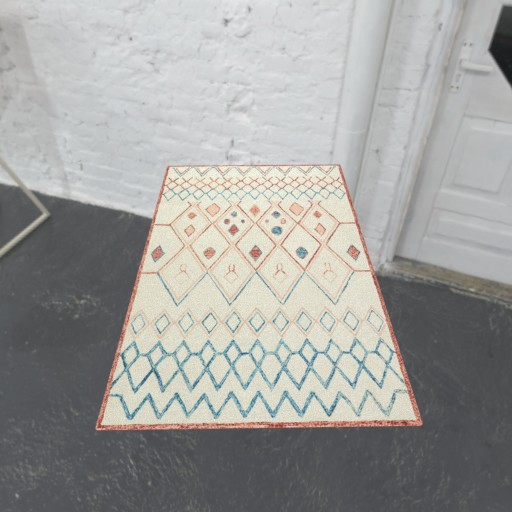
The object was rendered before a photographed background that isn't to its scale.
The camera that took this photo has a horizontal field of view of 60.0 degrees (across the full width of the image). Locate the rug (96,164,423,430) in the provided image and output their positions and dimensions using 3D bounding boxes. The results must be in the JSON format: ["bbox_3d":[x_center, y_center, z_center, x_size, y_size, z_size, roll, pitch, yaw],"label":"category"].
[{"bbox_3d":[0.000,0.000,2.980,1.524,0.015,2.438,-1,41,-1],"label":"rug"}]
